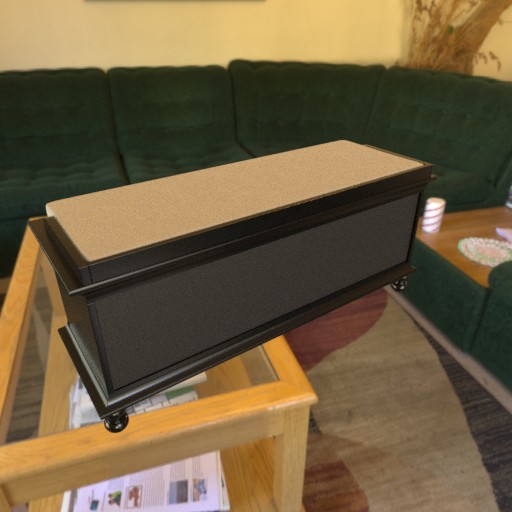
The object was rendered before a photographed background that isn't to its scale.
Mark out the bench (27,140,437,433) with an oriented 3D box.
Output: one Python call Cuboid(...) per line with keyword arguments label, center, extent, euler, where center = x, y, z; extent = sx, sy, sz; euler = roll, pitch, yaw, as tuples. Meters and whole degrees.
Cuboid(label="bench", center=(0.000, 0.000, 1.414), extent=(1.185, 0.501, 0.402), euler=(-19, 35, -30))
